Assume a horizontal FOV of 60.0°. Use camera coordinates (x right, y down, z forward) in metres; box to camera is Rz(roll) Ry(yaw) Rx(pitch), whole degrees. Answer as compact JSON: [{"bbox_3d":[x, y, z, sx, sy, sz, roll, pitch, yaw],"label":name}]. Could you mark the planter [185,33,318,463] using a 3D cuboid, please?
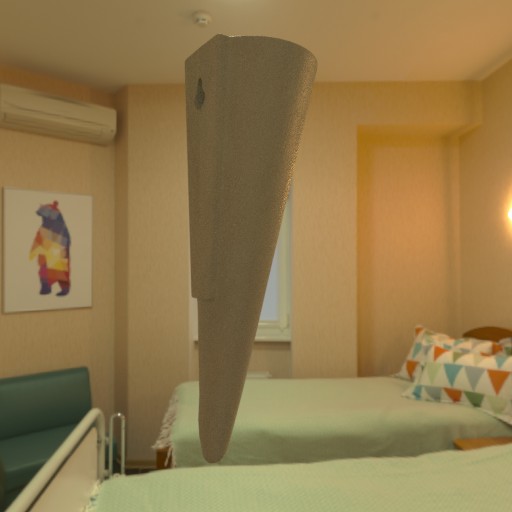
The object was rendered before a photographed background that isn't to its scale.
[{"bbox_3d":[0.000,0.000,0.221,0.064,0.191,0.057,0,-1,-35],"label":"planter"}]
